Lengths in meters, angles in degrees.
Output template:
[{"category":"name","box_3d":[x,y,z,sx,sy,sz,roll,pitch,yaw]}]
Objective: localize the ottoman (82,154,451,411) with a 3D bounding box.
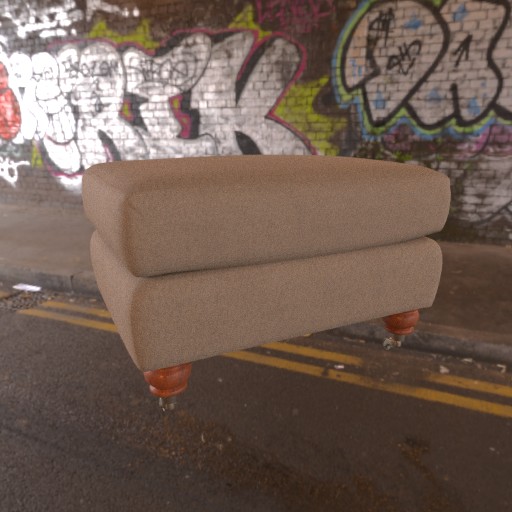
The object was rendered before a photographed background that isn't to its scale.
[{"category":"ottoman","box_3d":[0.000,0.000,1.142,0.773,0.504,0.569,-8,17,-26]}]
